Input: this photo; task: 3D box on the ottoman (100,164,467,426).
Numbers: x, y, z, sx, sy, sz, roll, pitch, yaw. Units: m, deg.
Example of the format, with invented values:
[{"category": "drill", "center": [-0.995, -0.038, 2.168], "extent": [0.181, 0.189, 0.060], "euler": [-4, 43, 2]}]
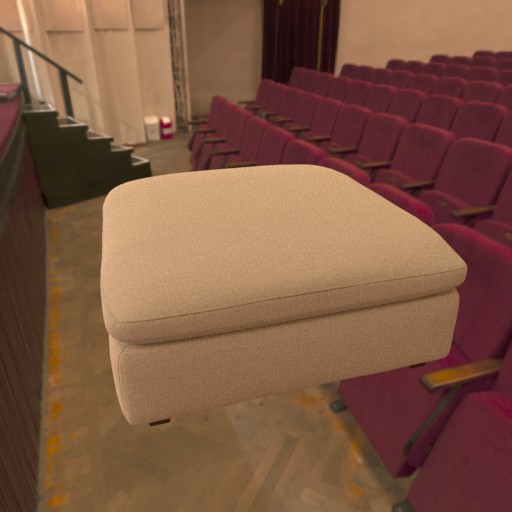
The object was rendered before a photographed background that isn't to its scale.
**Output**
[{"category": "ottoman", "center": [0.000, 0.000, 1.543], "extent": [0.996, 0.467, 0.977], "euler": [-8, 28, -15]}]
